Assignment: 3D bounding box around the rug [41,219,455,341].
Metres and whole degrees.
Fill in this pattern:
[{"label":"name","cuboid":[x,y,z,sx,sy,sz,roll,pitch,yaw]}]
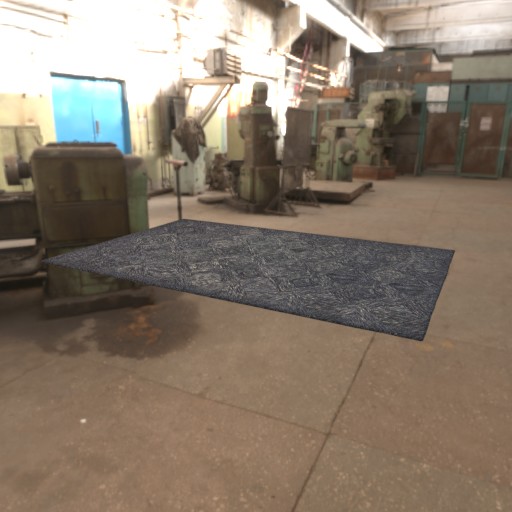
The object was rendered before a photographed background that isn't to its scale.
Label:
[{"label":"rug","cuboid":[0.000,0.000,2.222,1.754,0.010,1.139,8,18,27]}]
